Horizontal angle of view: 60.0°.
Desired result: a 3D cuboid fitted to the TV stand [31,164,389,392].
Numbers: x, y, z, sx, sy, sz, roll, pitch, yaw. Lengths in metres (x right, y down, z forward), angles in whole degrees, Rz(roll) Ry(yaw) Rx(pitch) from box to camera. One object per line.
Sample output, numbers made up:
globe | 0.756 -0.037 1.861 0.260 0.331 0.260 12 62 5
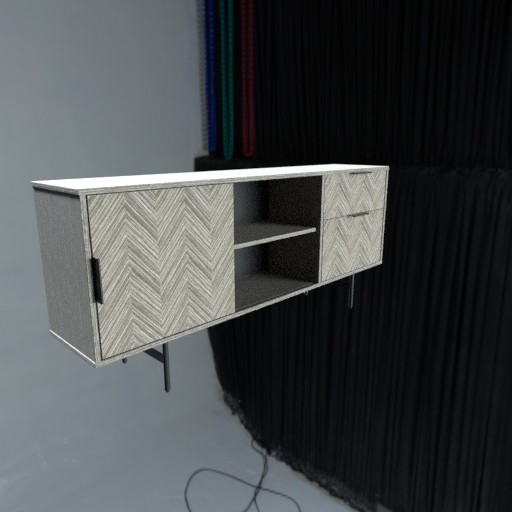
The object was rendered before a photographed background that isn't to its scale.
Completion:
TV stand | 0.000 0.000 2.114 0.405 0.787 1.804 14 20 43
